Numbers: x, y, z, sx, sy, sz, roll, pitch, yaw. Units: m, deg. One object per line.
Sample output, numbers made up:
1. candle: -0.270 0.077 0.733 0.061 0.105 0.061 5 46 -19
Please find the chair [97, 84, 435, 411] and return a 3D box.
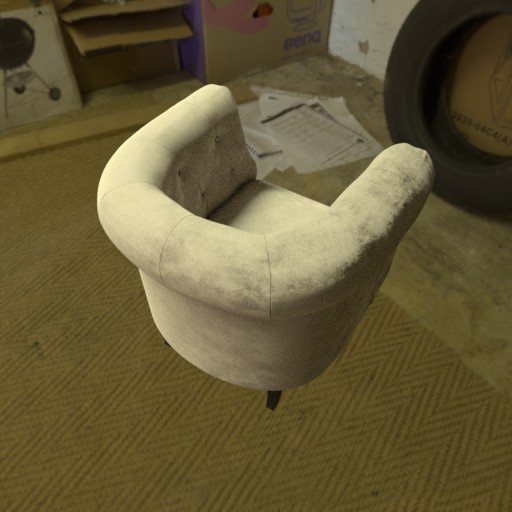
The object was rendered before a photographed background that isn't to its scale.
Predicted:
1. chair: 0.000 0.000 1.549 0.904 0.826 0.851 25 52 22
